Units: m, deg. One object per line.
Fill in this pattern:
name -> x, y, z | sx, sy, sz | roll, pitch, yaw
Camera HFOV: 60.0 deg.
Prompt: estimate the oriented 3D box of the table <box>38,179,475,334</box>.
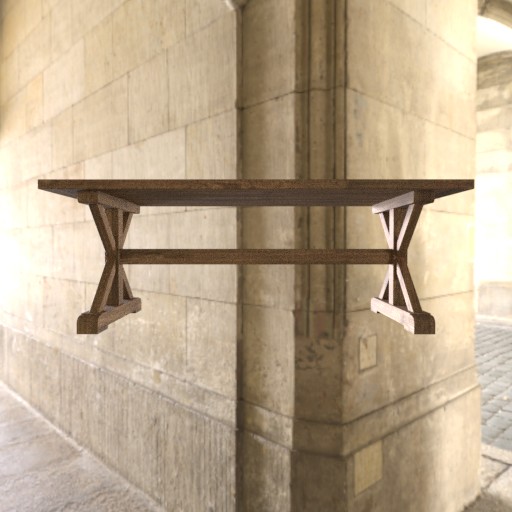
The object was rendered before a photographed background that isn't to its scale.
table -> 0.000, 0.000, 2.520 | 2.031, 0.733, 0.907 | 0, 1, 0
